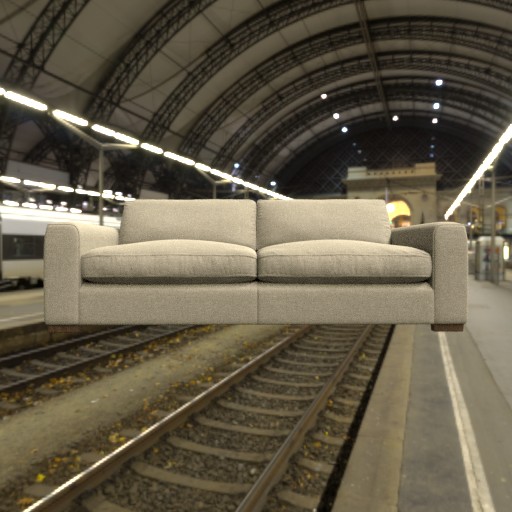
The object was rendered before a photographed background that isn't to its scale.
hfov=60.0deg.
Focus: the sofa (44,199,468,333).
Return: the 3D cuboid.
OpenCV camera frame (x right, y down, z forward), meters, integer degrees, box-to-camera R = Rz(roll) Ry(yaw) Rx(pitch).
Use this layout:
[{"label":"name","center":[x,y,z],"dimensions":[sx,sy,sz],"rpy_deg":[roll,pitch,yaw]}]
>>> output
[{"label":"sofa","center":[0.000,0.000,2.834],"dimensions":[2.262,0.801,1.070],"rpy_deg":[0,1,-1]}]
